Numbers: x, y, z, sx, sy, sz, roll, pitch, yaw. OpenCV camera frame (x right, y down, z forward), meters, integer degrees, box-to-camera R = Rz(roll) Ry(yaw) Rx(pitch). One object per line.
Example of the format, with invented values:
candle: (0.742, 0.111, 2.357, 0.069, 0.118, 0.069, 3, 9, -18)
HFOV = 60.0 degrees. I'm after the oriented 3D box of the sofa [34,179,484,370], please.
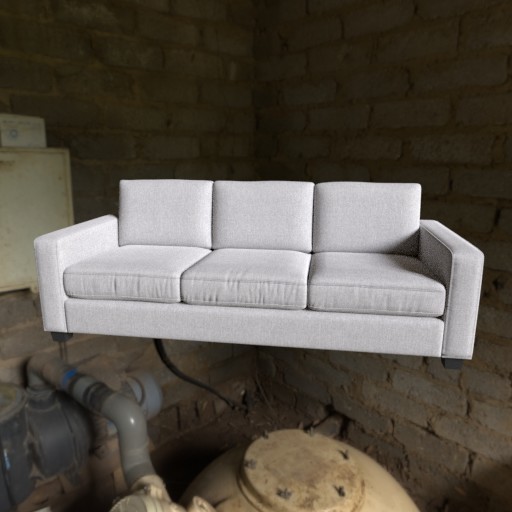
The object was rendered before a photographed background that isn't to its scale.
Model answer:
sofa: (0.000, 0.000, 2.494, 2.120, 0.800, 0.900, 2, 14, 9)
